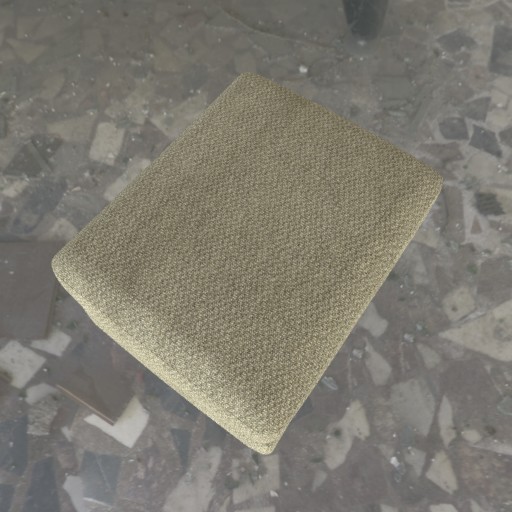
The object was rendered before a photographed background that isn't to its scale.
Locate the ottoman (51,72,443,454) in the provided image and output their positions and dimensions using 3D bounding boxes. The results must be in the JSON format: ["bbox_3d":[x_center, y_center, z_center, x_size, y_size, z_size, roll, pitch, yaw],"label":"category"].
[{"bbox_3d":[0.000,0.000,1.138,0.603,0.476,0.751,34,69,15],"label":"ottoman"}]
